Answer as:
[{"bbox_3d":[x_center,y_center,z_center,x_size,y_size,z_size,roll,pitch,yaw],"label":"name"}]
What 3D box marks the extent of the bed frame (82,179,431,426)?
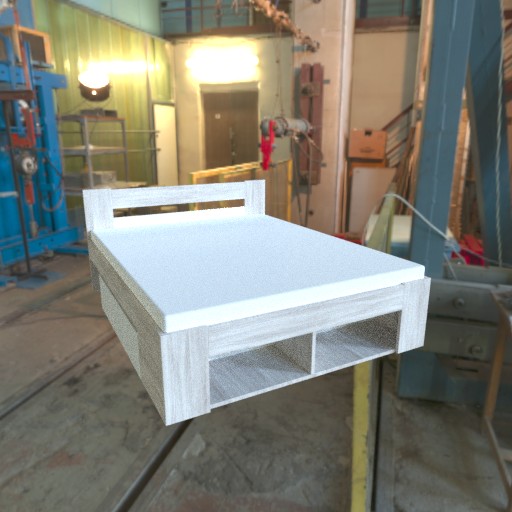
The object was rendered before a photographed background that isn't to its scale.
[{"bbox_3d":[0.000,0.000,3.244,2.040,0.860,2.050,-8,18,-27],"label":"bed frame"}]
